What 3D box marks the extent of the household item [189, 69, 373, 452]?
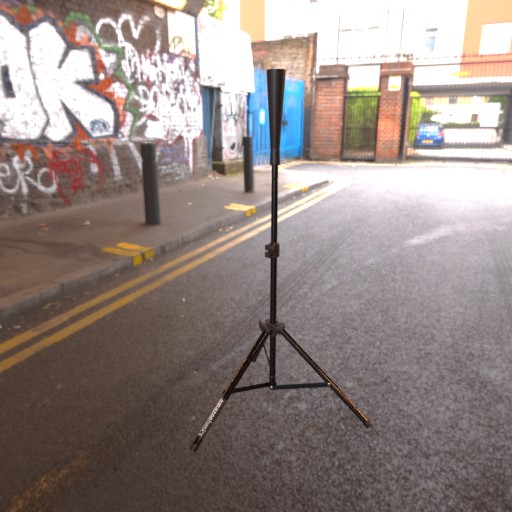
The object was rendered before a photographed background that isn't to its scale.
[{"bbox_3d":[0.000,0.000,1.375,0.559,1.067,0.559,-8,18,-25],"label":"household item"}]
